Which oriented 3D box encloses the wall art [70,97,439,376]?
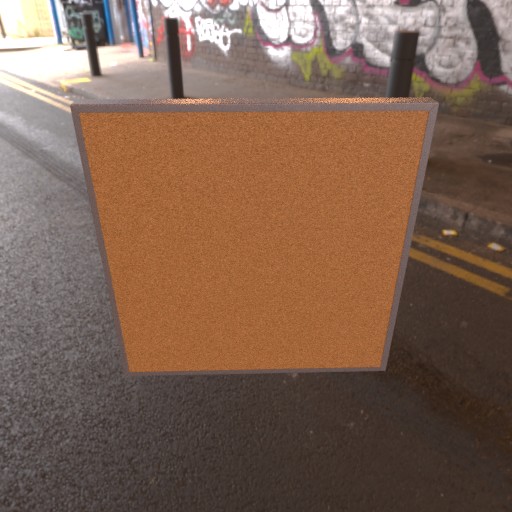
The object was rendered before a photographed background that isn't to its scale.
[{"bbox_3d":[0.000,0.000,0.517,0.349,0.349,0.028,-1,30,-1],"label":"wall art"}]
